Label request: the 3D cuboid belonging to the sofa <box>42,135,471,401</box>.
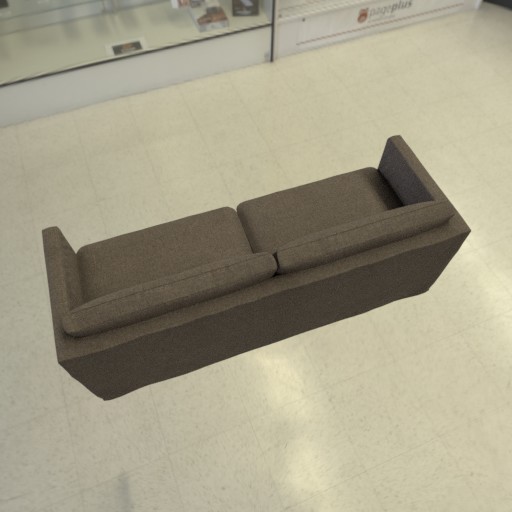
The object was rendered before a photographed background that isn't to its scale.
[{"bbox_3d":[0.000,0.000,3.281,2.779,0.998,1.036,-17,59,-10],"label":"sofa"}]
